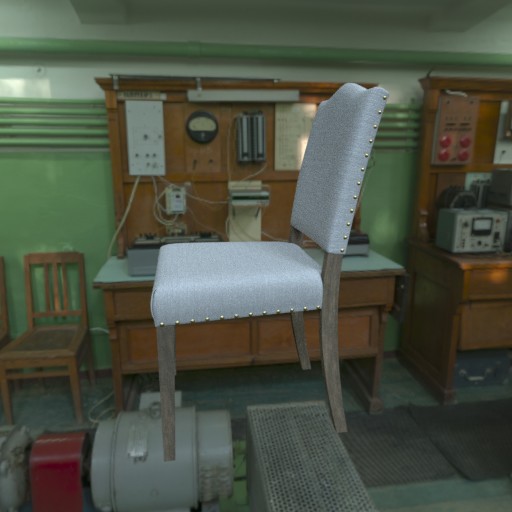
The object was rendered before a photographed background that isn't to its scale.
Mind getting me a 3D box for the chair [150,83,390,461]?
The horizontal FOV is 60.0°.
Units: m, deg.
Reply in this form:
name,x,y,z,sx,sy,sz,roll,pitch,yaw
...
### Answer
name,x,y,z,sx,sy,sz,roll,pitch,yaw
chair,0.000,0.000,1.378,0.620,1.020,0.508,-2,15,-9
